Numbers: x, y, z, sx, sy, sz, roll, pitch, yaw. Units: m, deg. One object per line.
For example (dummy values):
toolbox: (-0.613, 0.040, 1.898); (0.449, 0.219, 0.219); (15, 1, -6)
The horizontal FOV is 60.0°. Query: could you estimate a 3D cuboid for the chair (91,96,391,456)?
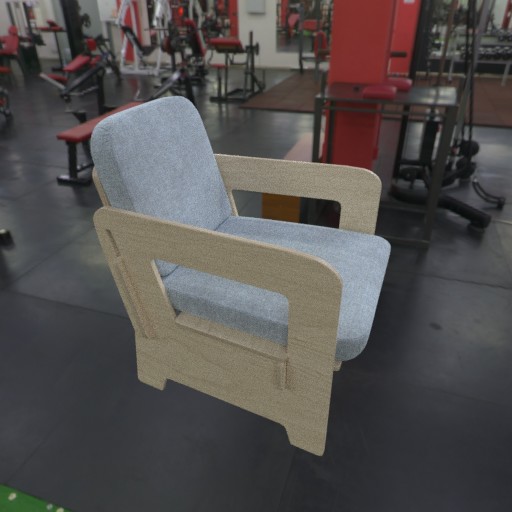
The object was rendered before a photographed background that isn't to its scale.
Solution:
chair: (0.000, 0.000, 1.270); (0.710, 0.800, 0.590); (11, 32, 18)
